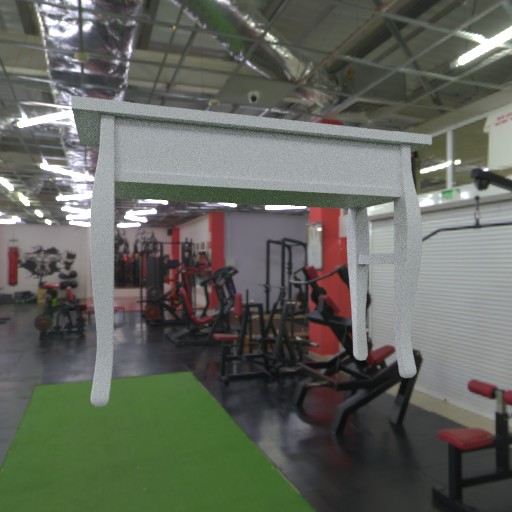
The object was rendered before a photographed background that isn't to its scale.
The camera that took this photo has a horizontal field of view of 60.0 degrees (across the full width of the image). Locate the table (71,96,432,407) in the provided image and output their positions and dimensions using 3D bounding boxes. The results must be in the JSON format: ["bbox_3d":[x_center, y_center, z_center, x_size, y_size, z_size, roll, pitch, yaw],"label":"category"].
[{"bbox_3d":[0.000,0.000,1.406,1.062,0.768,0.373,0,-1,-18],"label":"table"}]
